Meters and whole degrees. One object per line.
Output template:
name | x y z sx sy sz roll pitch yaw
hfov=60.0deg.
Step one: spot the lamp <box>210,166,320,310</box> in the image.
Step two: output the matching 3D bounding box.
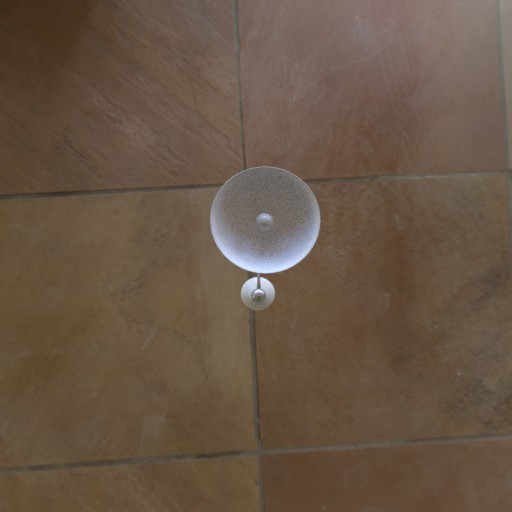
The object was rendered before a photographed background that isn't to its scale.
lamp | 0.000 0.000 1.994 0.279 1.804 0.425 0 89 -1
